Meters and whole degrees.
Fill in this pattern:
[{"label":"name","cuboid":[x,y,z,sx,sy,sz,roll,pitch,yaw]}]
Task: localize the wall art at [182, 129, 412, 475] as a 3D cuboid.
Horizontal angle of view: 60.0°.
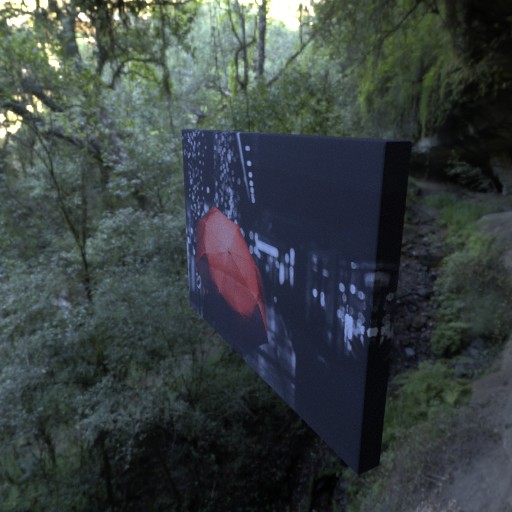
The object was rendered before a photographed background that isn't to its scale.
[{"label":"wall art","cuboid":[0.000,0.000,0.759,0.037,0.406,0.609,-9,19,-27]}]
